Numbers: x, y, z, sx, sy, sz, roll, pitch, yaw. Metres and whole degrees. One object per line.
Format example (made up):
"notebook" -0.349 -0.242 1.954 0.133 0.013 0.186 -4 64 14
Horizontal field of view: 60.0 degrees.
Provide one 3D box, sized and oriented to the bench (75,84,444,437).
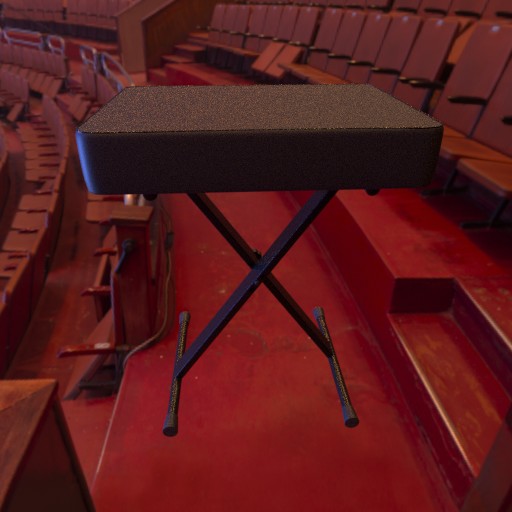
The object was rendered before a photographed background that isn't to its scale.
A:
"bench" 0.000 0.000 0.751 0.424 0.500 0.321 -2 30 -3
